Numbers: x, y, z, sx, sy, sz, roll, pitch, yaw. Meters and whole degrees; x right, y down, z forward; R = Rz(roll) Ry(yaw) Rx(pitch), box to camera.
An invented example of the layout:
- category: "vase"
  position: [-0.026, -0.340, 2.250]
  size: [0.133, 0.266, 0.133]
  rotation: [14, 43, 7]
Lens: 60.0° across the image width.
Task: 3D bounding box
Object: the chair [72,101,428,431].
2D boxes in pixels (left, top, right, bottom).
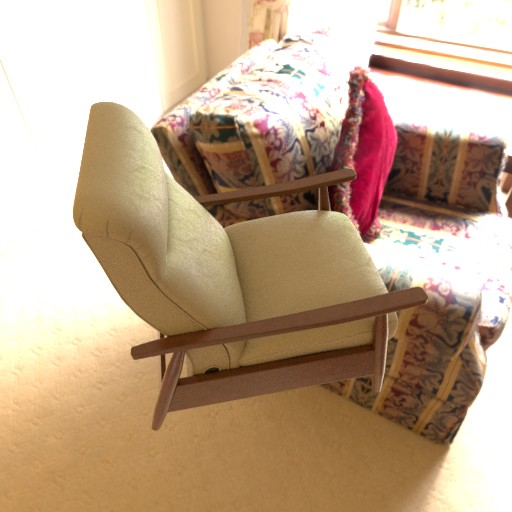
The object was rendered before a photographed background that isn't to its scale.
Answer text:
- category: "chair"
  position: [0.000, 0.000, 1.699]
  size: [1.014, 1.082, 0.762]
  rotation: [-7, 46, -7]
